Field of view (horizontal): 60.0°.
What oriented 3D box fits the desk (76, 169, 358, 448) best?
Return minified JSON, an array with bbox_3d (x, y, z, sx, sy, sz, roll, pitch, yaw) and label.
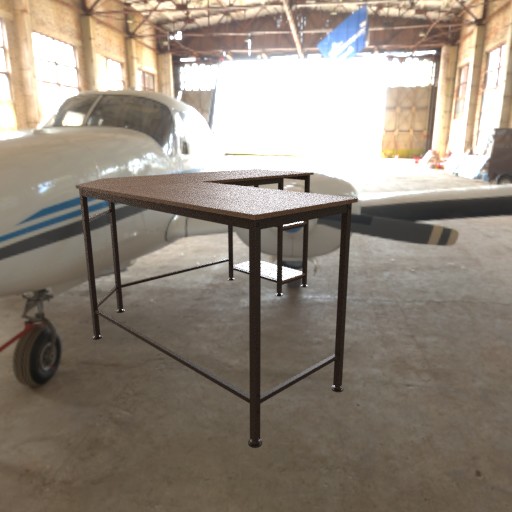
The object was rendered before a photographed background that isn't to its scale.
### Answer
[{"bbox_3d":[0.000,0.000,2.224,1.379,0.739,1.379,-14,20,-43],"label":"desk"}]
